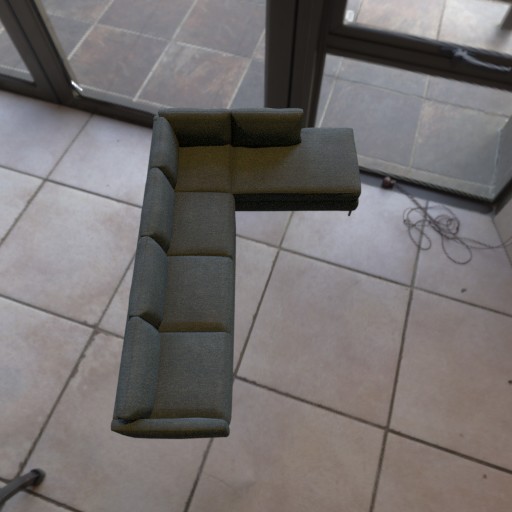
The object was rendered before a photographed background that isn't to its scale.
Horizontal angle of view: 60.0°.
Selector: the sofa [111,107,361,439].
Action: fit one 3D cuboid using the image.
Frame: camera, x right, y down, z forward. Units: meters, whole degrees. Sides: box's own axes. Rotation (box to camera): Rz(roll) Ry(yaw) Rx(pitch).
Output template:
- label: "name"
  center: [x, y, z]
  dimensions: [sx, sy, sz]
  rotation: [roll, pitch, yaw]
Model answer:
- label: "sofa"
  center: [0.000, 0.000, 3.861]
  dimensions: [2.007, 0.815, 2.949]
  rotation: [0, 63, 0]
